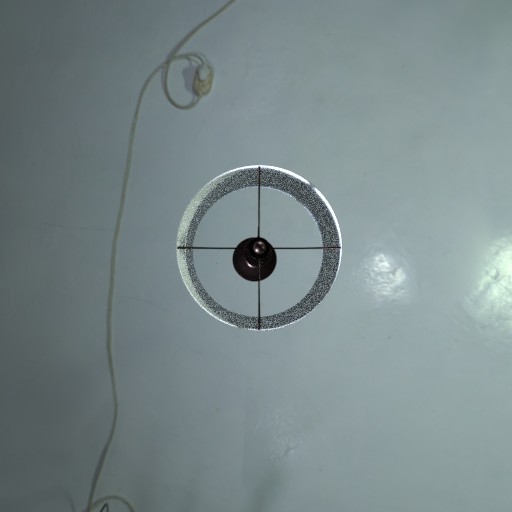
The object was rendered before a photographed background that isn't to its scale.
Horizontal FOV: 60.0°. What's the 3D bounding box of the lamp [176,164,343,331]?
[{"bbox_3d":[0.000,0.000,1.663,0.356,1.487,0.356,0,89,-1],"label":"lamp"}]
